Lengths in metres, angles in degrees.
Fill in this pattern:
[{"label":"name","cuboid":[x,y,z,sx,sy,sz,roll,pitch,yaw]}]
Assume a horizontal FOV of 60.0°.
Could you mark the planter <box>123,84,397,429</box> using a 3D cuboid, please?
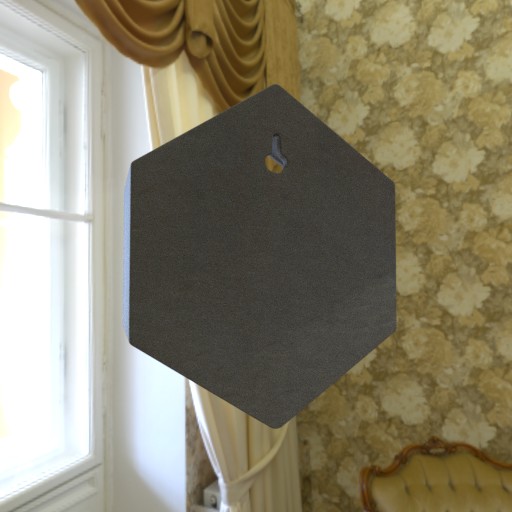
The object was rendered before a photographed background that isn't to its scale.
[{"label":"planter","cuboid":[0.000,0.000,0.300,0.169,0.206,0.077,1,-2,-19]}]
